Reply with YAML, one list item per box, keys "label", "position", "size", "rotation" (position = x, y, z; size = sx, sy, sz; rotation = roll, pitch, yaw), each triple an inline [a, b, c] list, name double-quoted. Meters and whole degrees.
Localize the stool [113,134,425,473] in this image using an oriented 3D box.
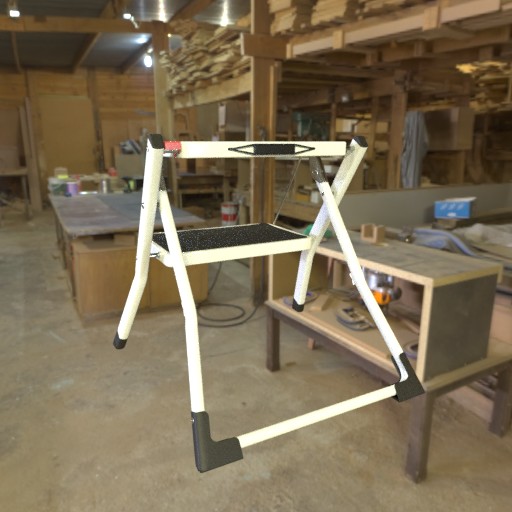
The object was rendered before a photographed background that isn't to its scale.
- label: "stool"
  position: [0.000, 0.000, 0.846]
  size: [0.485, 0.445, 0.490]
  rotation: [-7, 16, -27]
